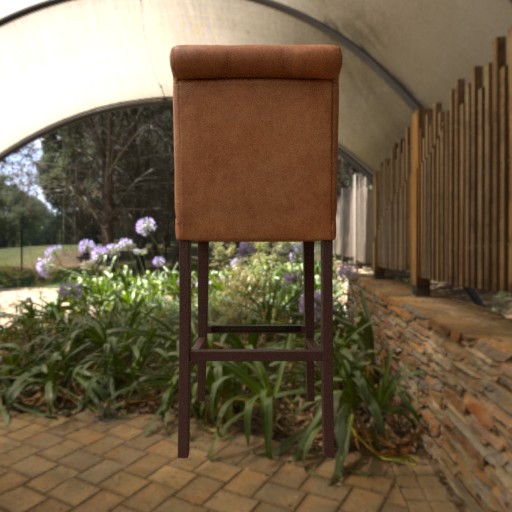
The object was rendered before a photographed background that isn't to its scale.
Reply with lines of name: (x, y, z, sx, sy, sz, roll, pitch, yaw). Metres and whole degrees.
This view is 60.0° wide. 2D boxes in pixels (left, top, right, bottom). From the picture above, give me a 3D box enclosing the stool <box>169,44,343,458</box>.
stool: (0.000, 0.000, 1.453, 0.493, 1.140, 0.601, 0, 0, 0)
